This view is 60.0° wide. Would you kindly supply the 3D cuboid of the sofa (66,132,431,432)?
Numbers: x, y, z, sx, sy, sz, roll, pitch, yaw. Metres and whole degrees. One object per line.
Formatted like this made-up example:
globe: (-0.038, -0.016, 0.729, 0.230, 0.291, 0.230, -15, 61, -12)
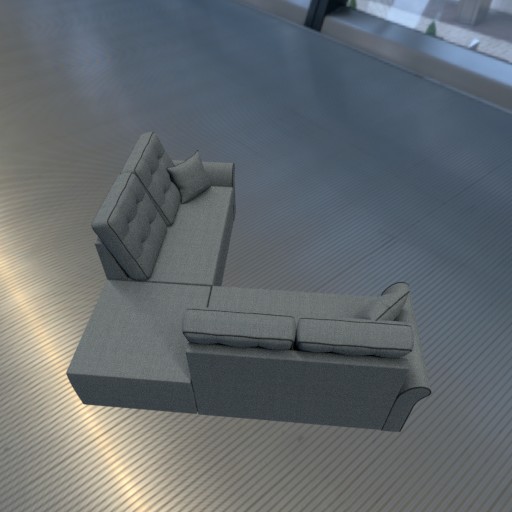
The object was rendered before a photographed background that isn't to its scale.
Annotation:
sofa: (0.000, 0.000, 3.223, 2.068, 0.988, 2.070, 4, 45, 4)
